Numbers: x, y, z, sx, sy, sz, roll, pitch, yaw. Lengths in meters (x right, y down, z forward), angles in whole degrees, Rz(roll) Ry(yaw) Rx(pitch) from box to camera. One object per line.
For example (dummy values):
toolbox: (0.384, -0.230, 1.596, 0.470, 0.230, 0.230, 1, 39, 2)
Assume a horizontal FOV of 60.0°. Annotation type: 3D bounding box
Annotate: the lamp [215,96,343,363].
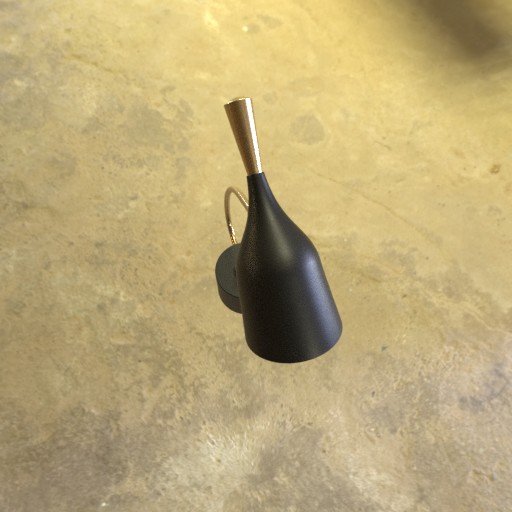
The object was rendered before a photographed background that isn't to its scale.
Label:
lamp: (0.000, 0.000, 0.605, 0.110, 0.464, 0.352, -16, 64, -8)
